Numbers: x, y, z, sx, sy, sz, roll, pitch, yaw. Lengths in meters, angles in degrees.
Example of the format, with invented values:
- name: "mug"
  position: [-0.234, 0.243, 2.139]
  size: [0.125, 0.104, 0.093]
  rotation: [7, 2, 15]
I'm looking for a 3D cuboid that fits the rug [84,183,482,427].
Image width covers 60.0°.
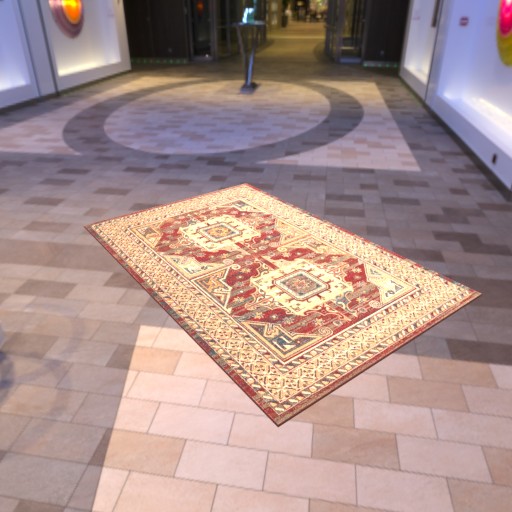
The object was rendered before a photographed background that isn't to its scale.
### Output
- name: "rug"
  position: [0.000, 0.000, 5.873]
  size: [3.033, 0.033, 4.578]
  rotation: [-20, 35, -32]
